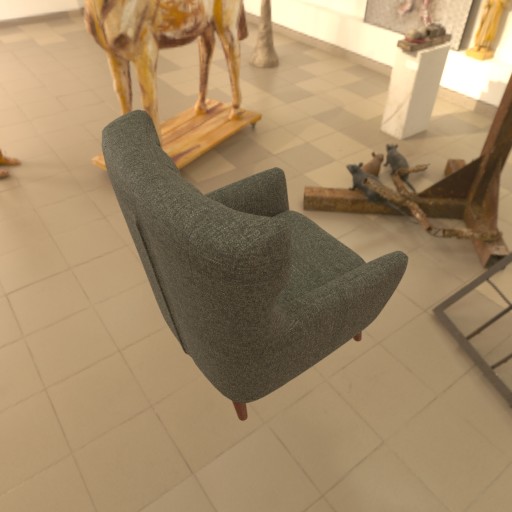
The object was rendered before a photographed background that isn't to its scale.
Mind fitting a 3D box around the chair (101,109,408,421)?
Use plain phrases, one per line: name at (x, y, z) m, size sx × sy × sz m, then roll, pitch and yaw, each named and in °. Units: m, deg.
chair at (0.000, 0.000, 1.795) m, size 0.904 × 1.063 × 0.878 m, roll -26°, pitch 49°, yaw -26°
